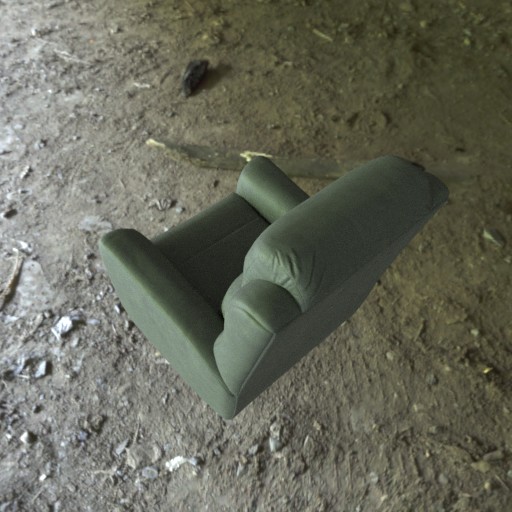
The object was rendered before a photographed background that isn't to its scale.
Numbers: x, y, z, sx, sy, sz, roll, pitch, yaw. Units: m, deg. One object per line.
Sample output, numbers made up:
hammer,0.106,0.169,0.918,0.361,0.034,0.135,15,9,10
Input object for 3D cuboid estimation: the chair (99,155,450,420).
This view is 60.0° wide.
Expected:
chair,0.000,0.000,1.877,0.967,1.116,1.068,-33,55,-28
